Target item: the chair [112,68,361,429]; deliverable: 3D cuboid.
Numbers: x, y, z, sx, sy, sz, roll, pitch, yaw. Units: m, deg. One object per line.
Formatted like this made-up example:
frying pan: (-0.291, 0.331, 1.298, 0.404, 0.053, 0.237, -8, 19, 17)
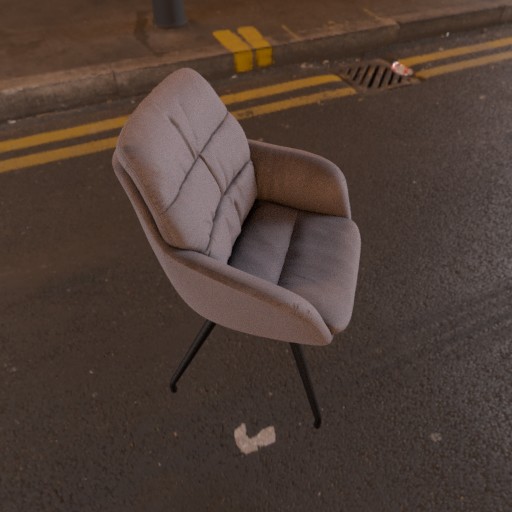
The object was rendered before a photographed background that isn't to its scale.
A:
chair: (0.000, 0.000, 1.248, 0.569, 0.888, 0.579, 11, 47, 10)
